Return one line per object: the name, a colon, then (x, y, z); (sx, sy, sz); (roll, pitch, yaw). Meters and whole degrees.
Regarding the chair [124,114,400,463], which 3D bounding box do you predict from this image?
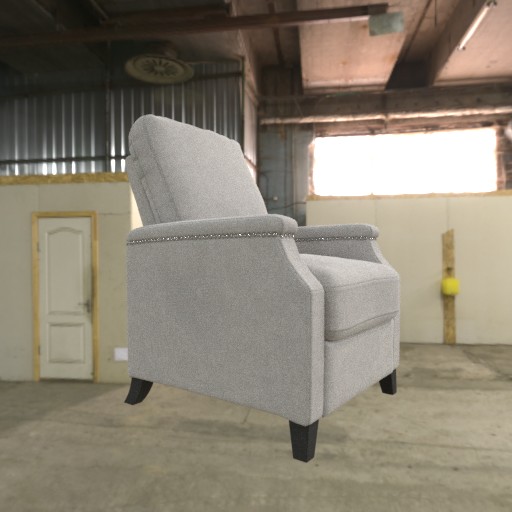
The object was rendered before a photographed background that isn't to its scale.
chair: (0.000, 0.000, 1.653); (0.922, 1.049, 0.710); (1, 2, 36)
